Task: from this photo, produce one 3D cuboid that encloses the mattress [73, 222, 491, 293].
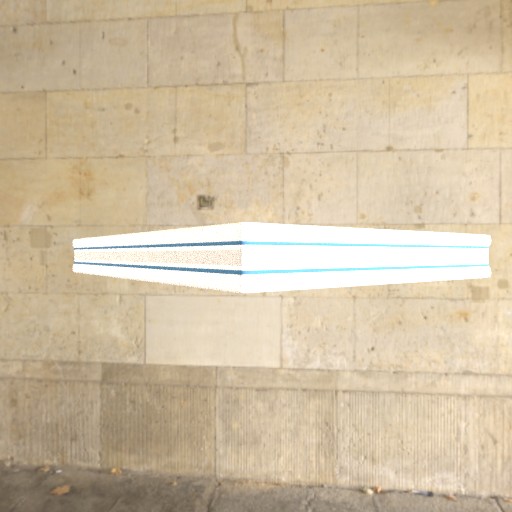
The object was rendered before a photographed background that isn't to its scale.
[{"bbox_3d":[0.000,0.000,2.658,1.600,0.230,2.000,0,0,-36],"label":"mattress"}]
